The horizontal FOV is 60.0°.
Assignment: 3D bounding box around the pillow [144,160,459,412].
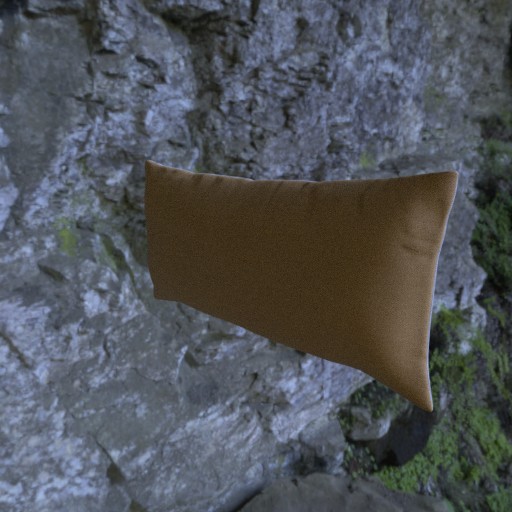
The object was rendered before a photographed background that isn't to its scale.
[{"bbox_3d":[0.000,0.000,0.713,0.608,0.291,0.151,13,19,43],"label":"pillow"}]
